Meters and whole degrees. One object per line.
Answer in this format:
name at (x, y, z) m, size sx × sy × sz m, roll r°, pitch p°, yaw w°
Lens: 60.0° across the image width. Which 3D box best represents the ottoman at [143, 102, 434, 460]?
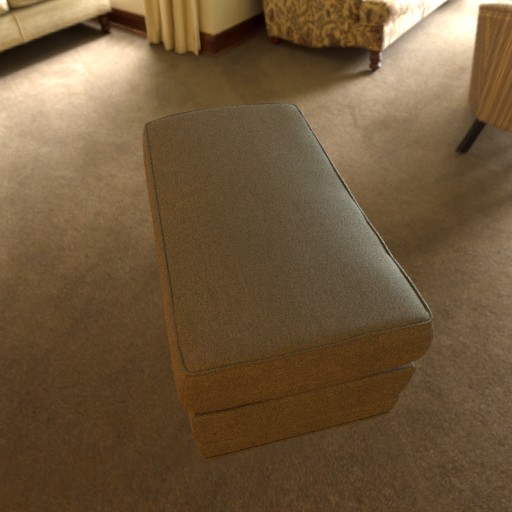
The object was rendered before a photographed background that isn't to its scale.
ottoman at (0.000, 0.000, 1.164) m, size 0.490 × 0.448 × 0.864 m, roll -10°, pitch 47°, yaw -10°
